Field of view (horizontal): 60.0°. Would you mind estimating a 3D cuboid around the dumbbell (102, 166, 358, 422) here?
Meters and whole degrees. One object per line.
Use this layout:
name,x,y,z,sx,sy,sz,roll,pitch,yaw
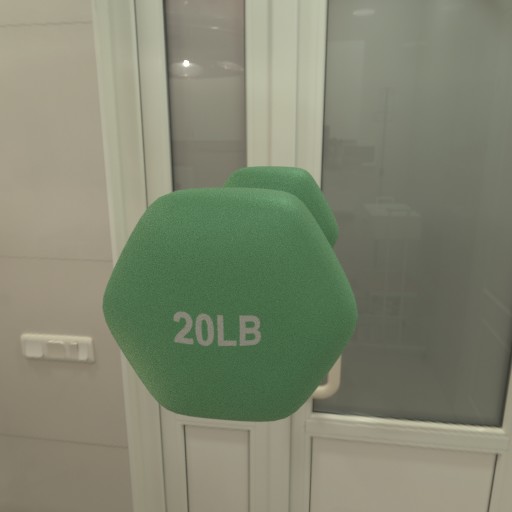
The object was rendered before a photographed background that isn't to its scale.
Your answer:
dumbbell,0.000,0.000,0.321,0.129,0.117,0.260,2,15,8
